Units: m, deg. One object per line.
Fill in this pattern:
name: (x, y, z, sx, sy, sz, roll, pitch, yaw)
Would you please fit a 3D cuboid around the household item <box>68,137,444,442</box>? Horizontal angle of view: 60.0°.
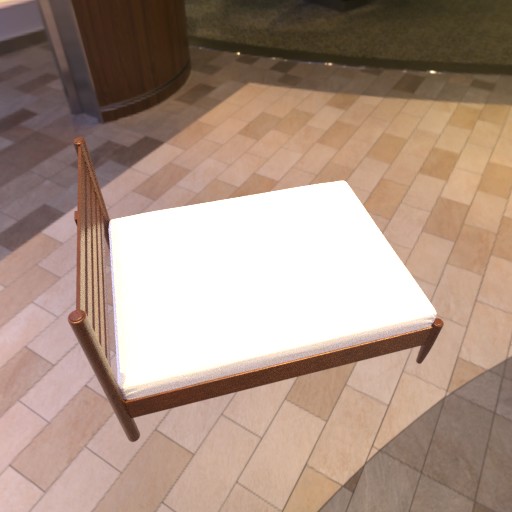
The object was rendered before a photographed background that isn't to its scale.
household item: (0.000, 0.000, 3.256, 2.232, 1.356, 1.663, -11, 47, -11)
